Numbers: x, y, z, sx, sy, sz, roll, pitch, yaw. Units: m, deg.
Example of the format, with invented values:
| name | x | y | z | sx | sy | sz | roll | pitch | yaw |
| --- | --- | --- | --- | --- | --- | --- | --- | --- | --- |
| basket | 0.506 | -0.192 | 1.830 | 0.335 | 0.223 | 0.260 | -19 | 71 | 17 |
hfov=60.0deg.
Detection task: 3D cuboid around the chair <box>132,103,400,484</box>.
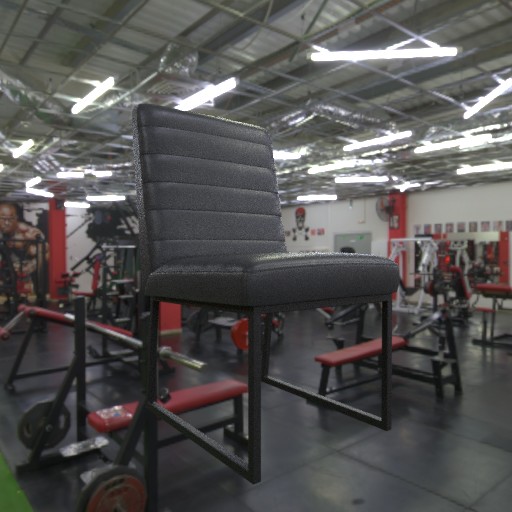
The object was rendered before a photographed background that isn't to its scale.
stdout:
| name | x | y | z | sx | sy | sz | roll | pitch | yaw |
| --- | --- | --- | --- | --- | --- | --- | --- | --- | --- |
| chair | 0.000 | 0.000 | 1.282 | 0.520 | 0.930 | 0.634 | -1 | 1 | -37 |
